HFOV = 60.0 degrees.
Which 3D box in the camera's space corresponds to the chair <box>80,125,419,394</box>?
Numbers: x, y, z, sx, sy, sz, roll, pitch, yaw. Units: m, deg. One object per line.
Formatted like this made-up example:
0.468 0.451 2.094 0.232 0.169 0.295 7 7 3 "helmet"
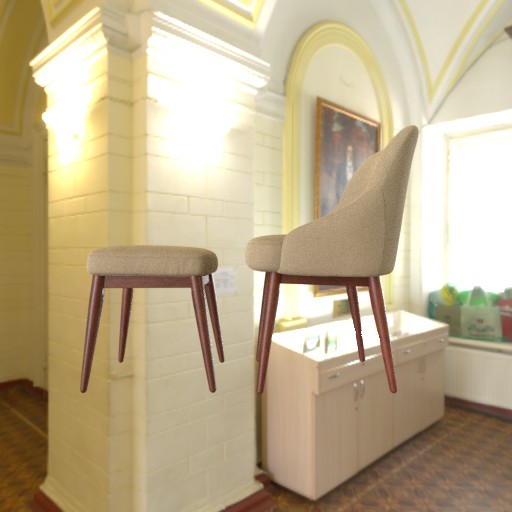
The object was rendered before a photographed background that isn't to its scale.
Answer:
0.000 0.000 1.601 1.114 0.866 0.584 0 0 0 "chair"
